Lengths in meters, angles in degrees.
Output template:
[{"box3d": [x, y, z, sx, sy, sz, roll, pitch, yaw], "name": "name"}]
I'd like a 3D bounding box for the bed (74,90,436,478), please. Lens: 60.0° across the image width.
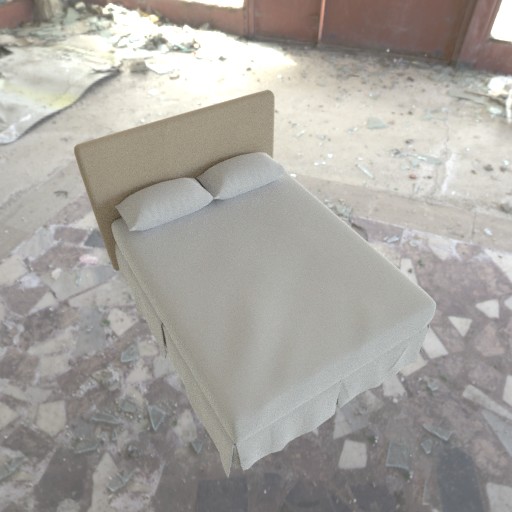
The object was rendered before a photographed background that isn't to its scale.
[{"box3d": [0.000, 0.000, 3.236, 1.723, 1.330, 2.142, -24, 50, -22], "name": "bed"}]
